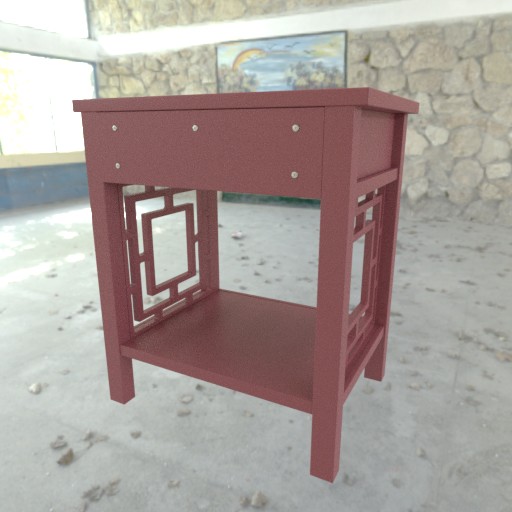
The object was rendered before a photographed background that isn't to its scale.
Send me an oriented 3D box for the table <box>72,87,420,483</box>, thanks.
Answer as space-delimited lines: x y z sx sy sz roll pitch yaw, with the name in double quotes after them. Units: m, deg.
0.000 0.000 1.039 0.599 0.686 0.451 8 18 27 "table"
